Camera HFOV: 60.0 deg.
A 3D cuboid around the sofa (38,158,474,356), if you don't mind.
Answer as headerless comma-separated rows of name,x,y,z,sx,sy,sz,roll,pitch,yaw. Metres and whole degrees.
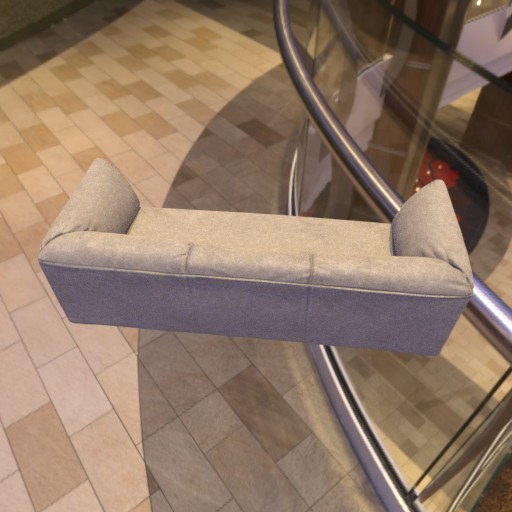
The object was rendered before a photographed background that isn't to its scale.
sofa,0.000,0.000,2.712,2.238,0.758,0.899,4,46,4
